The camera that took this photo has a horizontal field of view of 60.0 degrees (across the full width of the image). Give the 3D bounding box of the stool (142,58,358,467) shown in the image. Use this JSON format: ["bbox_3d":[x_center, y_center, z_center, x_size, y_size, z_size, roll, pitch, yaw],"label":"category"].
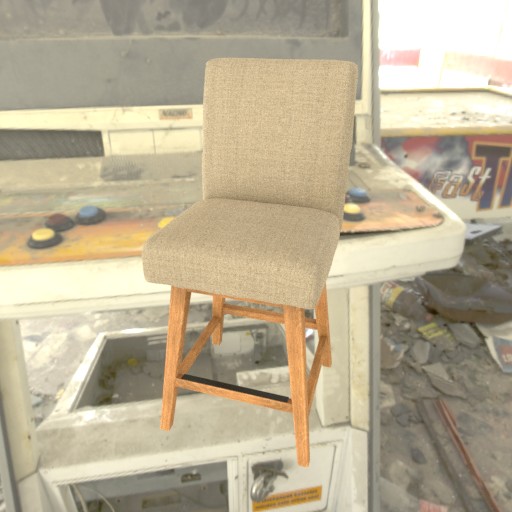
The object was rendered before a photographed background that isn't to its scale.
[{"bbox_3d":[0.000,0.000,1.274,0.459,1.010,0.526,8,29,15],"label":"stool"}]
